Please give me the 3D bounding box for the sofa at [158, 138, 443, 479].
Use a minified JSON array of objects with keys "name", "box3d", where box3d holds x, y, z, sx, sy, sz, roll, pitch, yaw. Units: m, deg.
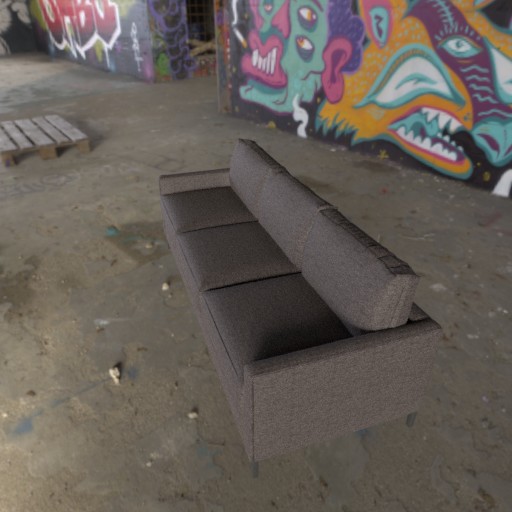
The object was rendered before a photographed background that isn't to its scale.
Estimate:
[{"name":"sofa","box3d":[0.000,0.000,2.694,0.876,0.882,2.253,-10,32,-17]}]
